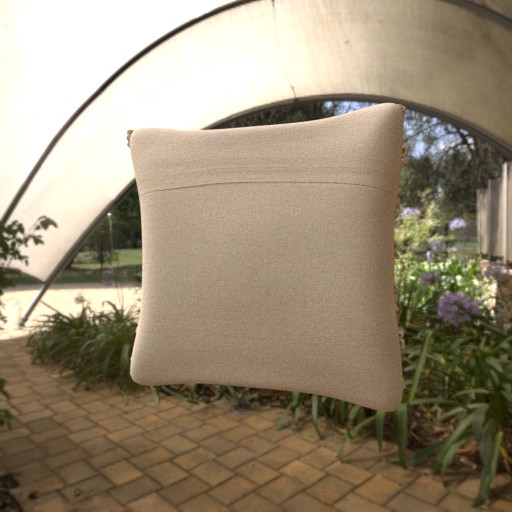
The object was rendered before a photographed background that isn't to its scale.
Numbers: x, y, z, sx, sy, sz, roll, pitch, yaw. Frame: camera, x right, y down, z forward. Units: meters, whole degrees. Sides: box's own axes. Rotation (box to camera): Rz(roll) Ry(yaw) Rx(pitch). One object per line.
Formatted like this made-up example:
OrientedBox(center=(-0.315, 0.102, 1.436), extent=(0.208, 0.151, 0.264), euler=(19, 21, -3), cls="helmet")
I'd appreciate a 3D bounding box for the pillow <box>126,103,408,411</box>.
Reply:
OrientedBox(center=(0.000, 0.000, 0.675), extent=(0.437, 0.427, 0.145), euler=(0, 1, 17), cls="pillow")
